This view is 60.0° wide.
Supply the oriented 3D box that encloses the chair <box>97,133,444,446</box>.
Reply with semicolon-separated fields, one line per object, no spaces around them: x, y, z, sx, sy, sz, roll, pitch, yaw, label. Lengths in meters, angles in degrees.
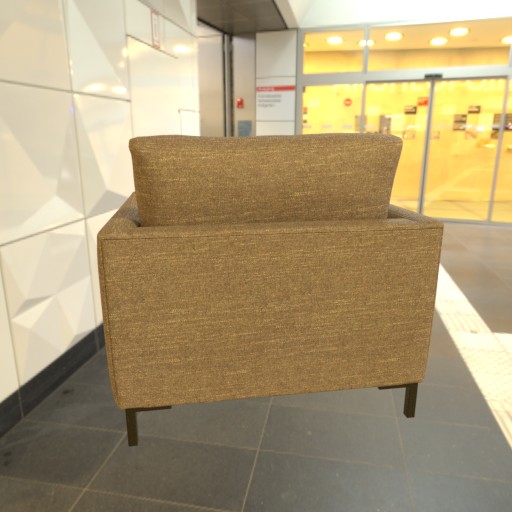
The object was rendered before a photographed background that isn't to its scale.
0.000;0.000;1.574;0.940;0.841;0.845;-2;15;-9;chair
